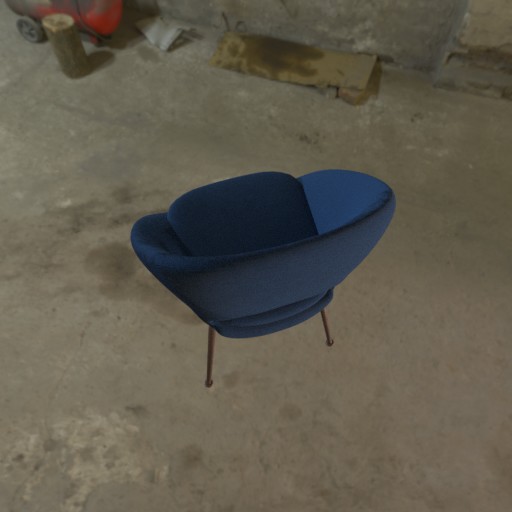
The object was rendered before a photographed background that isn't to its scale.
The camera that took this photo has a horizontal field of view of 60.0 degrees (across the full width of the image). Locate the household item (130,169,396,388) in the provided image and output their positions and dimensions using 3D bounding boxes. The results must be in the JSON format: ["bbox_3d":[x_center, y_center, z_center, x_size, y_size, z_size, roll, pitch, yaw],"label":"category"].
[{"bbox_3d":[0.000,0.000,1.278,0.623,0.852,0.573,-16,59,-10],"label":"household item"}]
